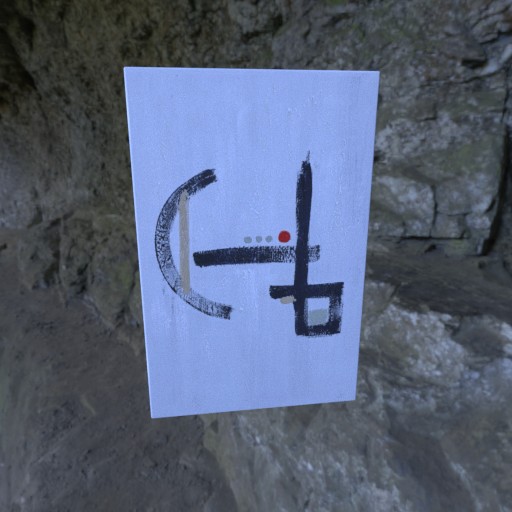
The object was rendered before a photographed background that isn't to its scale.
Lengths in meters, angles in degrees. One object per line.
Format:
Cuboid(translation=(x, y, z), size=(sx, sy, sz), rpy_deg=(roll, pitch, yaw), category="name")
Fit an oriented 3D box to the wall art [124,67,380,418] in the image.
Cuboid(translation=(0.000, 0.000, 1.176), size=(0.602, 0.916, 0.048), rpy_deg=(-2, 17, -8), category="wall art")
